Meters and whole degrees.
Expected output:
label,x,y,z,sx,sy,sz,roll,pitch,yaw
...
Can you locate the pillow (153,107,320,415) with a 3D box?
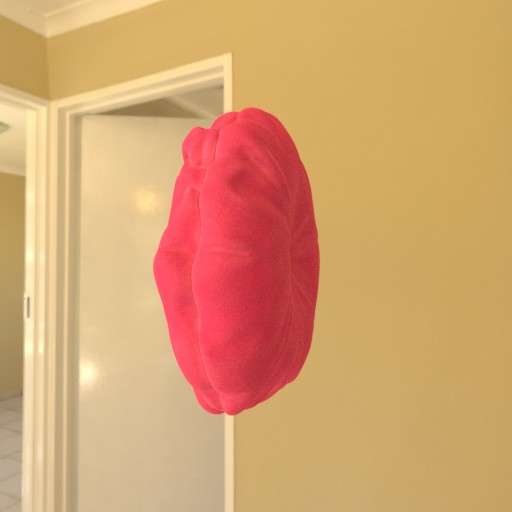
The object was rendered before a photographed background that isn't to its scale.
label,x,y,z,sx,sy,sz,roll,pitch,yaw
pillow,0.000,0.000,0.648,0.148,0.407,0.428,0,-1,18
